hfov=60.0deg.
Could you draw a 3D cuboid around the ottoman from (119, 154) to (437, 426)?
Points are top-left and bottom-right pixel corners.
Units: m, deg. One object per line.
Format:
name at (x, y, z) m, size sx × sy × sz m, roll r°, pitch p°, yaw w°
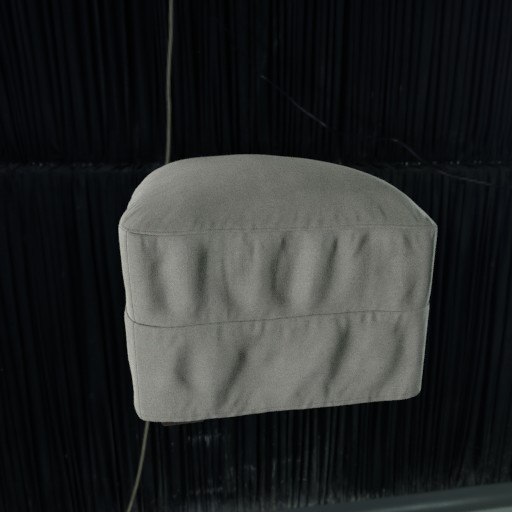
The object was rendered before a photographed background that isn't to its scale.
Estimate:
ottoman at (0.000, 0.000, 1.083) m, size 0.584 × 0.480 × 0.712 m, roll -3°, pitch 16°, yaw -11°
